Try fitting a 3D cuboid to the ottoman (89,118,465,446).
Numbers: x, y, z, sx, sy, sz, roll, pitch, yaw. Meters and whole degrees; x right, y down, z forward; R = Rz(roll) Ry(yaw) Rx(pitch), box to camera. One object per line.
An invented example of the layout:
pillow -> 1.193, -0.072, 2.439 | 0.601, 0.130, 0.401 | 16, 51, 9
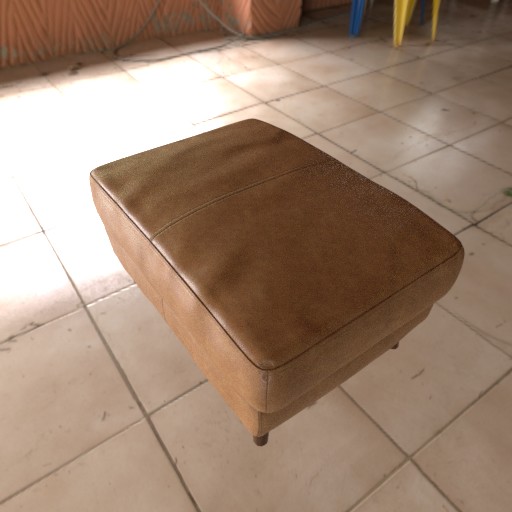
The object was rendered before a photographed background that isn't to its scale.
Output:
ottoman -> 0.000, 0.000, 1.233 | 0.630, 0.461, 0.869 | -26, 48, -26
